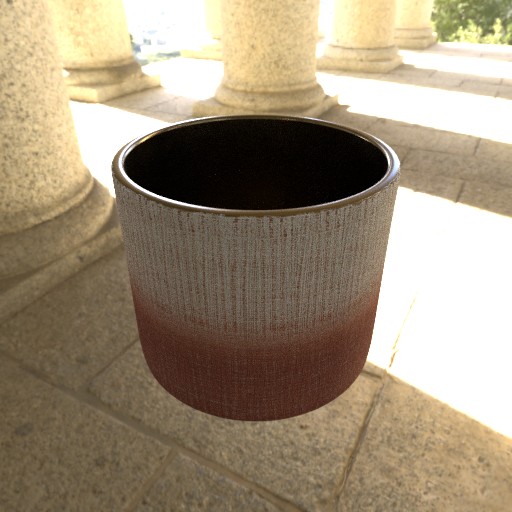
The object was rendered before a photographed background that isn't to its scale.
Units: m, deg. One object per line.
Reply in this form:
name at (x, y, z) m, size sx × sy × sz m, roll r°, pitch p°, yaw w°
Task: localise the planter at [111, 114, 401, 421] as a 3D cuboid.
planter at (0.000, 0.000, 0.452) m, size 0.254 × 0.221 × 0.254 m, roll 0°, pitch 33°, yaw 0°
